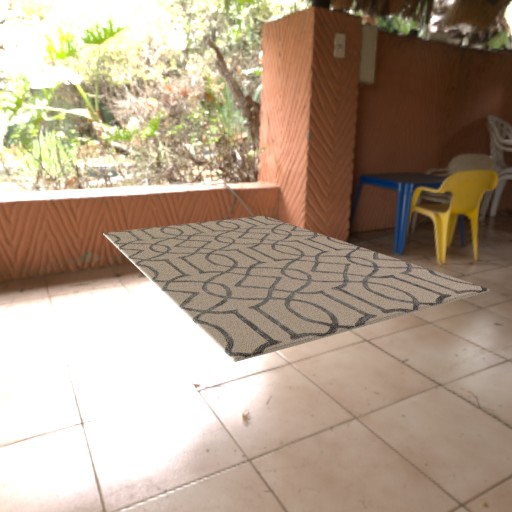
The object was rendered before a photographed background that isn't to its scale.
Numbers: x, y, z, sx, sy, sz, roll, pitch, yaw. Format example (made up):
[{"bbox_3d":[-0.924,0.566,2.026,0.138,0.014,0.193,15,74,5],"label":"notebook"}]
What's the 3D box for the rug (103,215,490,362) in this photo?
[{"bbox_3d":[0.000,0.000,2.973,1.521,0.017,2.365,-9,18,-28],"label":"rug"}]
